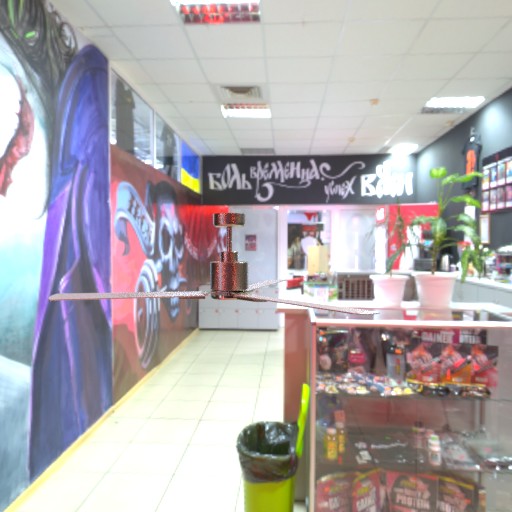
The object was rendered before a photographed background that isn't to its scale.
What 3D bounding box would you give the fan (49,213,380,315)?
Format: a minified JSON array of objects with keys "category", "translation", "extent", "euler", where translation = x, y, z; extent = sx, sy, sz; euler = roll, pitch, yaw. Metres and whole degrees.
[{"category":"fan","translation":[0.000,0.000,2.359],"extent":[1.531,0.446,1.561],"euler":[1,2,37]}]
